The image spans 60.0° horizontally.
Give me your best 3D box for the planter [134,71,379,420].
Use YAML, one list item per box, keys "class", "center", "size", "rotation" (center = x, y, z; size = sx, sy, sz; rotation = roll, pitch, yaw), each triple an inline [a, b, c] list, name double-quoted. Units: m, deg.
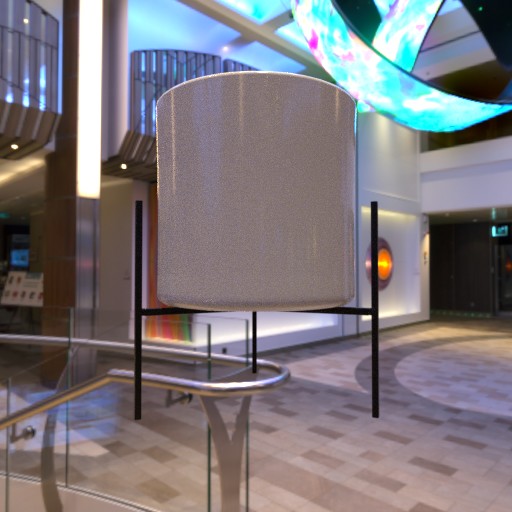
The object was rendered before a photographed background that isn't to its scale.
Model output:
- class: "planter"
  center: [0.000, 0.000, 0.754]
  size: [0.360, 0.480, 0.361]
  rotation: [0, -1, -1]
